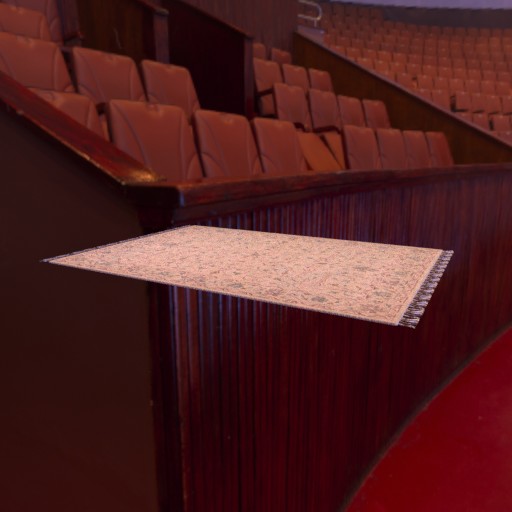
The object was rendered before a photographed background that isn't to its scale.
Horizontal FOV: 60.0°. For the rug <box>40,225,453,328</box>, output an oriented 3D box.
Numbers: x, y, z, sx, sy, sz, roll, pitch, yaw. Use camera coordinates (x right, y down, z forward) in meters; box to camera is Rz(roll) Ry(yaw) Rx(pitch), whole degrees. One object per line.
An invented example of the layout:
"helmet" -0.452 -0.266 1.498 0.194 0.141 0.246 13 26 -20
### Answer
"rug" 0.000 0.000 2.325 1.802 0.008 1.247 7 15 28
